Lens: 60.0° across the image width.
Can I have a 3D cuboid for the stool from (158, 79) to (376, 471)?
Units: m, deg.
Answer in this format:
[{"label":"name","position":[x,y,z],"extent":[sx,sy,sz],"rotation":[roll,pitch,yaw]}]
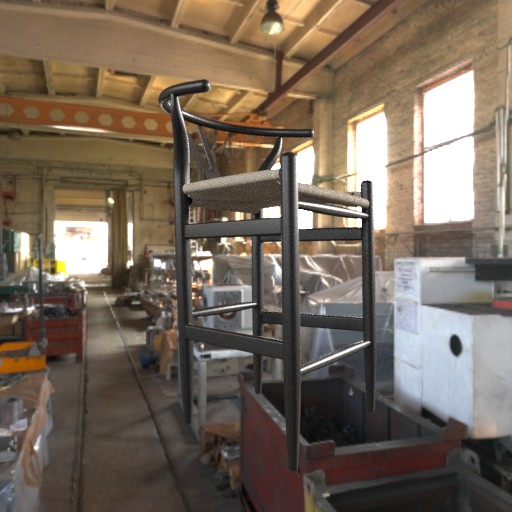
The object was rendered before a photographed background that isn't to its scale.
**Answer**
[{"label":"stool","position":[0.000,0.000,1.352],"extent":[0.579,0.970,0.569],"rotation":[0,0,36]}]
